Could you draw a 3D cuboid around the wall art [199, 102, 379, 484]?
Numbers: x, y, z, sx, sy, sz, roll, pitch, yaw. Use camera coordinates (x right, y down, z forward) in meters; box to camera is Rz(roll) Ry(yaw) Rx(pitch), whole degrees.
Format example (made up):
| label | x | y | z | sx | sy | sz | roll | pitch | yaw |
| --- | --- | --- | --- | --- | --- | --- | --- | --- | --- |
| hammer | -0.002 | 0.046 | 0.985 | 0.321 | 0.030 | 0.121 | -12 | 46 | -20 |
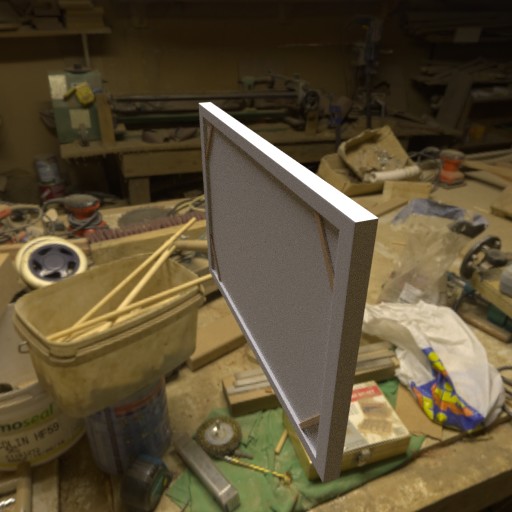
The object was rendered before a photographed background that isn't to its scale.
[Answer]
| label | x | y | z | sx | sy | sz | roll | pitch | yaw |
| --- | --- | --- | --- | --- | --- | --- | --- | --- | --- |
| wall art | 0.000 | 0.000 | 1.159 | 0.038 | 0.609 | 0.914 | -11 | 31 | -18 |
